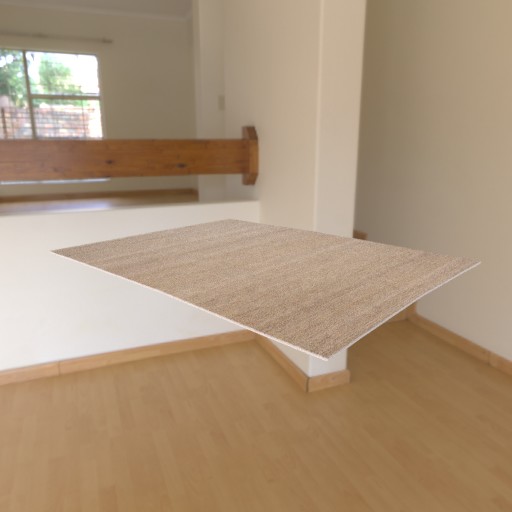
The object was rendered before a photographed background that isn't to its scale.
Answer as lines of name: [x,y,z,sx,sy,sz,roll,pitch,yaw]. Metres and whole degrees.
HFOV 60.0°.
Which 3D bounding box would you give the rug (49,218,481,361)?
rug: [0.000,0.000,4.140,3.245,0.046,2.467,13,20,41]
